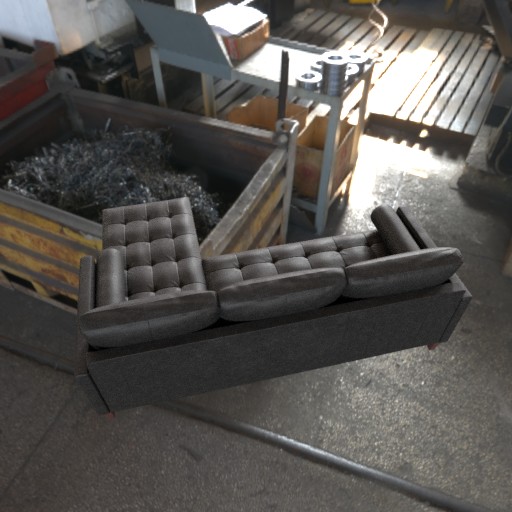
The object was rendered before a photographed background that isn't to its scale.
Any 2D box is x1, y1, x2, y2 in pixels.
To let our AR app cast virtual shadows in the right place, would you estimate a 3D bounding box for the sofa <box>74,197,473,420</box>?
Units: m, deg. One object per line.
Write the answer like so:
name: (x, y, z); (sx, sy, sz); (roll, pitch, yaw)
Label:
sofa: (0.000, 0.000, 2.934); (2.178, 0.876, 1.497); (-10, 47, -9)
